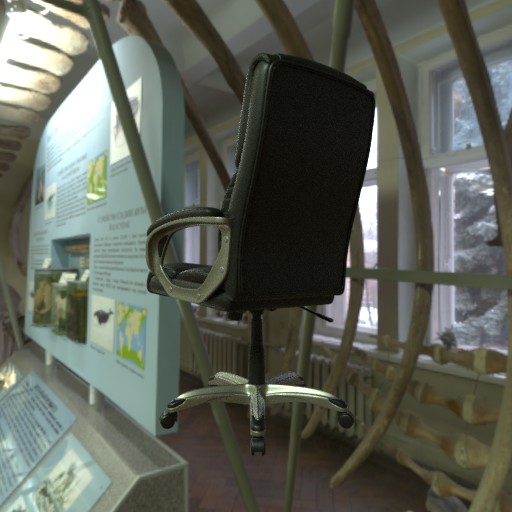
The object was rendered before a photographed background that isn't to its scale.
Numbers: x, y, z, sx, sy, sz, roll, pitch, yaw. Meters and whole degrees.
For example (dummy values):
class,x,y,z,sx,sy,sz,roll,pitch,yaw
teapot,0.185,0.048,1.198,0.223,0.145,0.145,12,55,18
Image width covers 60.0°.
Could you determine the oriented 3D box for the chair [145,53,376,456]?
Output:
class,x,y,z,sx,sy,sz,roll,pitch,yaw
chair,0.000,0.000,1.604,0.663,1.155,0.739,1,-1,-36
